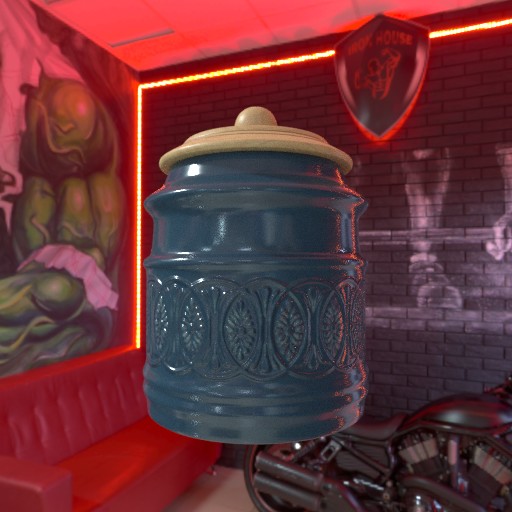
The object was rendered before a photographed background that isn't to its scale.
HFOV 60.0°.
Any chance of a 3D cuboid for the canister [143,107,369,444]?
[{"bbox_3d":[0.000,0.000,0.263,0.130,0.176,0.130,0,-1,0],"label":"canister"}]
